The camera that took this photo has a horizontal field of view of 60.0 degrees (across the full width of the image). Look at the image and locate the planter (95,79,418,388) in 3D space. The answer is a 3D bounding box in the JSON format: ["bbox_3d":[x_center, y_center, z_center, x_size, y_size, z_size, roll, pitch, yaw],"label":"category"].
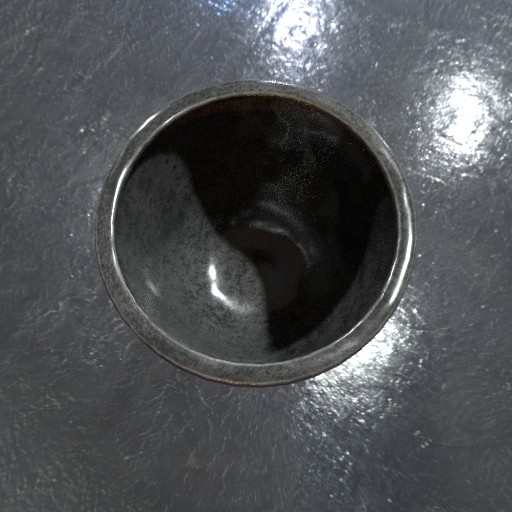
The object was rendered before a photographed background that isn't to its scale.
[{"bbox_3d":[0.000,0.000,0.250,0.140,0.129,0.140,0,75,0],"label":"planter"}]
